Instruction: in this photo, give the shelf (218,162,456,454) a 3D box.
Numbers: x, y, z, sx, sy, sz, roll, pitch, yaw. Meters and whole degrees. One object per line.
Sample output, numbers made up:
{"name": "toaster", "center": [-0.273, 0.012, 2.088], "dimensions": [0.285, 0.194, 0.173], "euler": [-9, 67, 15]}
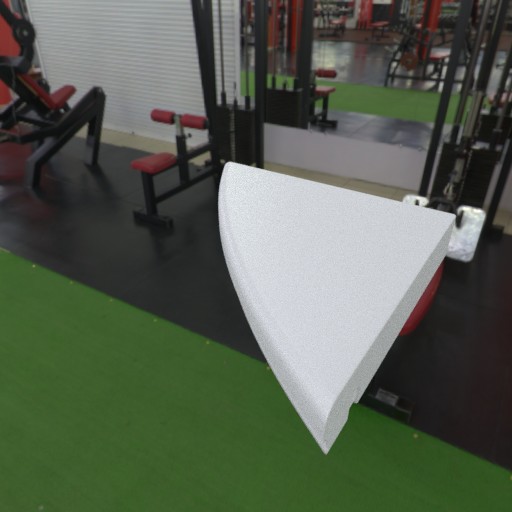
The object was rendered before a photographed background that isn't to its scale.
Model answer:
{"name": "shelf", "center": [0.000, 0.000, 0.449], "dimensions": [0.310, 0.050, 0.310], "euler": [19, 36, 28]}
